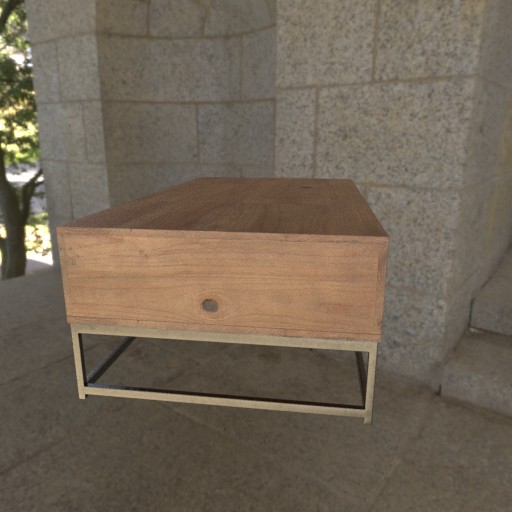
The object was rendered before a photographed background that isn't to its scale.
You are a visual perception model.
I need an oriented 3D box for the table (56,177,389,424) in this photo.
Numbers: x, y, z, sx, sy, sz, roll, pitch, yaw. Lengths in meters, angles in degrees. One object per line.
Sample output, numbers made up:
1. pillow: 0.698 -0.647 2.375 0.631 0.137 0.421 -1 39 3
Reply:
1. table: 0.000 0.000 1.422 0.655 0.395 1.101 2 15 8
